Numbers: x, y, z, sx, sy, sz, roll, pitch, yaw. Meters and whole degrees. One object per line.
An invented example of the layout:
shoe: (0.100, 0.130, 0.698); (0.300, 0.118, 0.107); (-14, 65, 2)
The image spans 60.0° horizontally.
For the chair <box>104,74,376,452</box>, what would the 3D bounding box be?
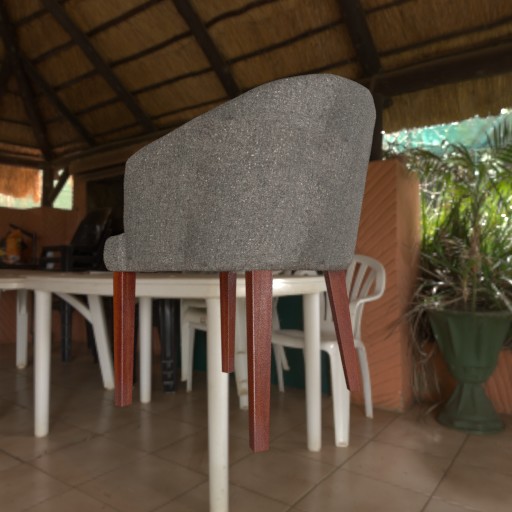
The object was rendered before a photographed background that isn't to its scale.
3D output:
chair: (0.000, 0.000, 1.236); (0.655, 0.811, 0.583); (-1, -1, 35)
